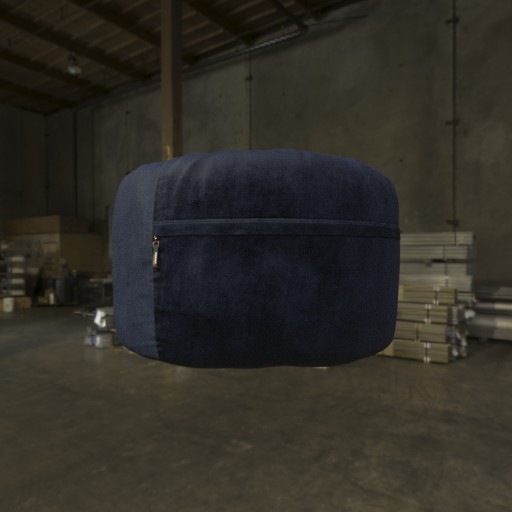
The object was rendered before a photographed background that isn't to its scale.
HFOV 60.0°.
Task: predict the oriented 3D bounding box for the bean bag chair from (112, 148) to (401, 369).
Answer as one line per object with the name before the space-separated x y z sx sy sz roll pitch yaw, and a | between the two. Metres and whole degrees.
bean bag chair | 0.000 0.000 1.958 1.219 0.762 1.219 0 0 0
